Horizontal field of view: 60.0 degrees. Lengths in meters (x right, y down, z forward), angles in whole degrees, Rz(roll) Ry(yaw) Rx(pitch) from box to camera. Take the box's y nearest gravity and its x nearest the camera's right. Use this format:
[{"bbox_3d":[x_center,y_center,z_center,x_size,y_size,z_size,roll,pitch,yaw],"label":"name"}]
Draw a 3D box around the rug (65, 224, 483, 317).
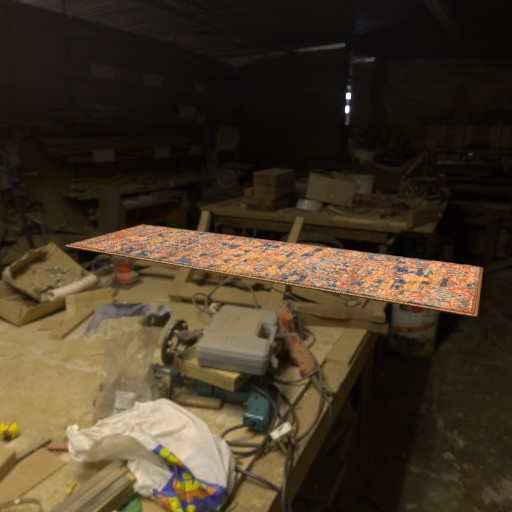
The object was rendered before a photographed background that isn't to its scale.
[{"bbox_3d":[0.000,0.000,1.993,1.820,0.013,0.556,8,18,27],"label":"rug"}]
